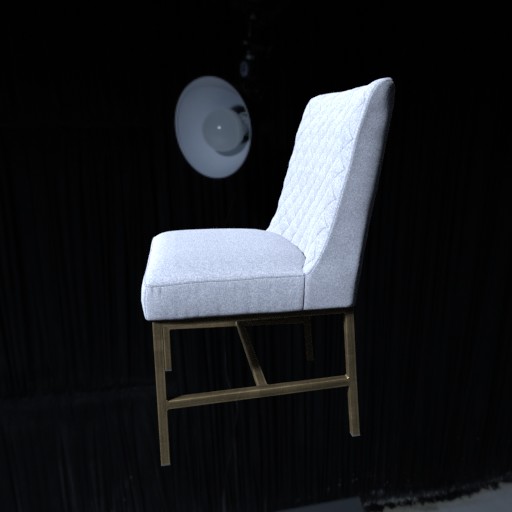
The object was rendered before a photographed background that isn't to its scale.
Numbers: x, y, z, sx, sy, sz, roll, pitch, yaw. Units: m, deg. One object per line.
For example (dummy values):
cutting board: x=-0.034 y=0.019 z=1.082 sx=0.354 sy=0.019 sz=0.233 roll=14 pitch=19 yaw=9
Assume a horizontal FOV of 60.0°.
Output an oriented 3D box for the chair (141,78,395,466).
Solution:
chair: x=0.000 y=0.000 z=1.220 sx=0.587 sy=0.889 sz=0.508 roll=-3 pitch=15 yaw=-10
